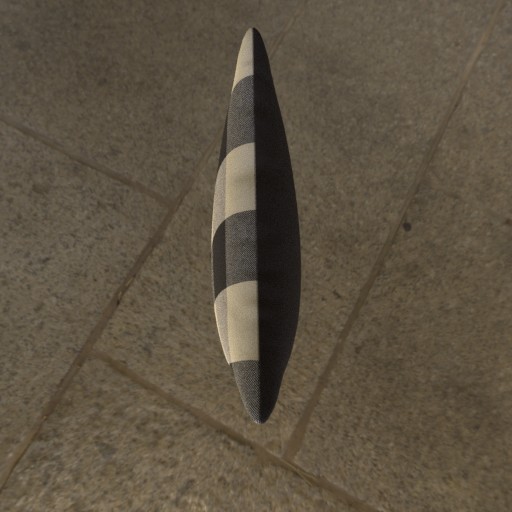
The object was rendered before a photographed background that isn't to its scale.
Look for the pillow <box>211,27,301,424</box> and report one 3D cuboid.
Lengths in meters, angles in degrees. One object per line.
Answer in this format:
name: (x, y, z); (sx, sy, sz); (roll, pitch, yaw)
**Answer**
pillow: (0.000, 0.000, 0.780); (0.161, 0.509, 0.511); (-1, 74, 0)
